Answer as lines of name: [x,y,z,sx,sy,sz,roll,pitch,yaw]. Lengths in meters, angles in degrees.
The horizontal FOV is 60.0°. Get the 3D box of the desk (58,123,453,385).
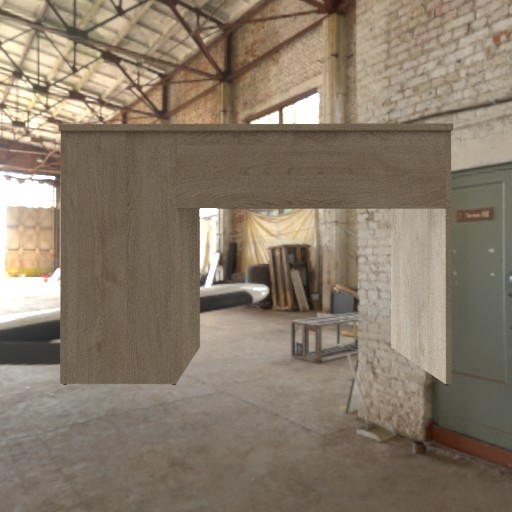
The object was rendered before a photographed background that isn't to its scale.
desk: [0.000,0.000,1.505,1.096,0.730,0.560,0,0,0]
